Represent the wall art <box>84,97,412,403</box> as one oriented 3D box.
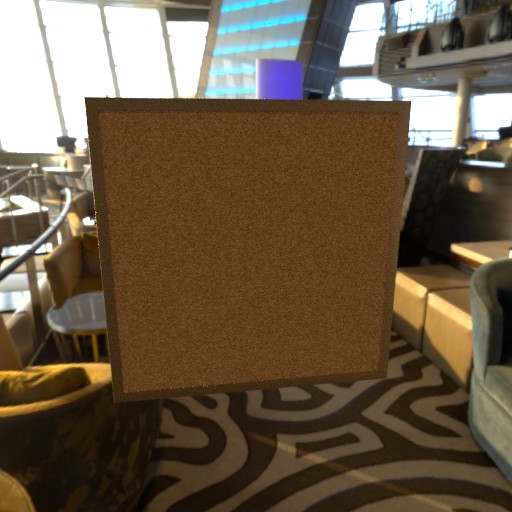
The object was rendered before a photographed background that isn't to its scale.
[{"bbox_3d":[0.000,0.000,1.147,0.767,0.765,0.036,-3,16,-9],"label":"wall art"}]
